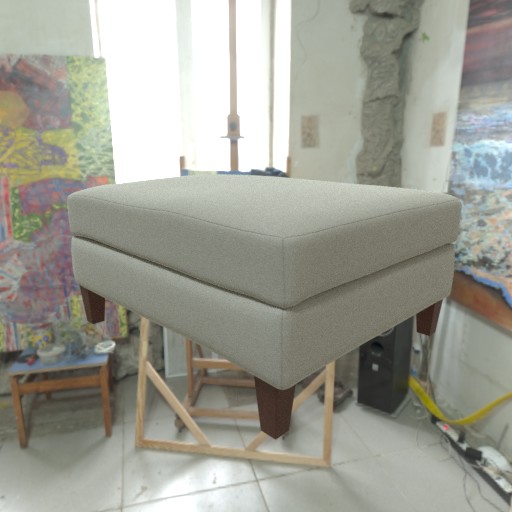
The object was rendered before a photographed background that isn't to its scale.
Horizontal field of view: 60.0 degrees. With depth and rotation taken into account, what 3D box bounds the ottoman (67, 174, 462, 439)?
[{"bbox_3d":[0.000,0.000,1.435,0.836,0.492,0.976,-14,20,-43],"label":"ottoman"}]
